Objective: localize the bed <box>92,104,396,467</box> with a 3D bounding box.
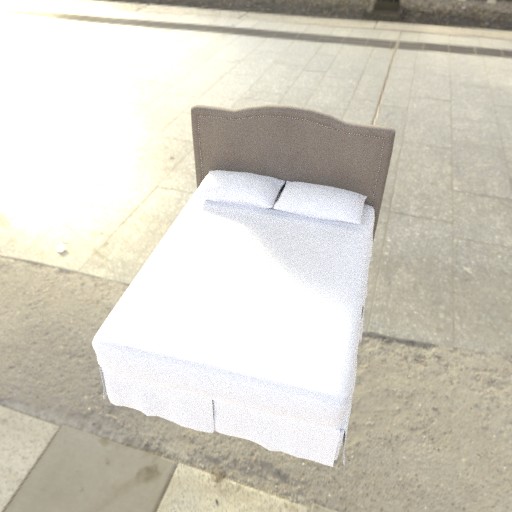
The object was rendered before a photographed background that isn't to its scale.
[{"bbox_3d":[0.000,0.000,3.254,1.744,1.441,2.128,11,42,12],"label":"bed"}]
